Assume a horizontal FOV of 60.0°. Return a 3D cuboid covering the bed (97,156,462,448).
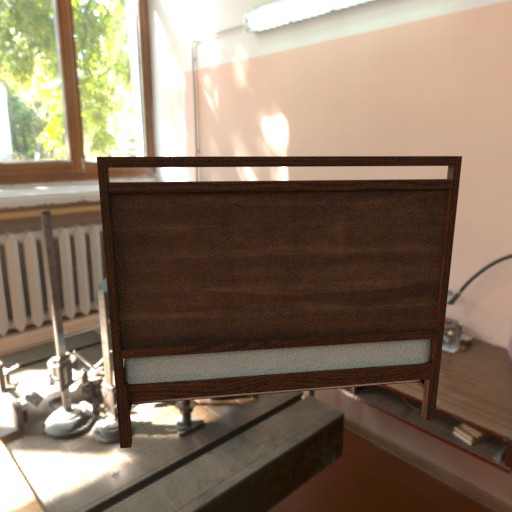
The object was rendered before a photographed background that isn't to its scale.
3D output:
[{"bbox_3d":[0.000,0.000,3.333,1.765,1.487,2.218,-2,13,-8],"label":"bed"}]
